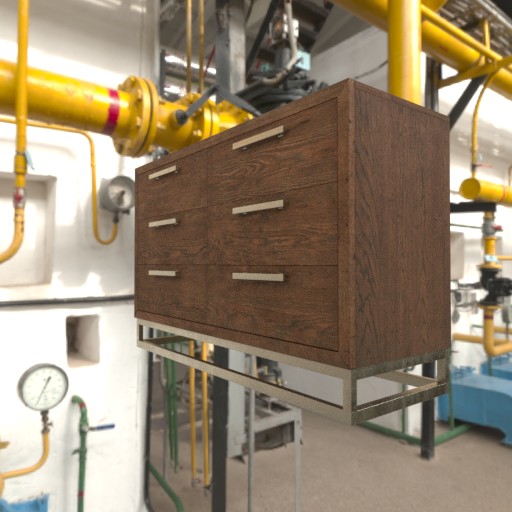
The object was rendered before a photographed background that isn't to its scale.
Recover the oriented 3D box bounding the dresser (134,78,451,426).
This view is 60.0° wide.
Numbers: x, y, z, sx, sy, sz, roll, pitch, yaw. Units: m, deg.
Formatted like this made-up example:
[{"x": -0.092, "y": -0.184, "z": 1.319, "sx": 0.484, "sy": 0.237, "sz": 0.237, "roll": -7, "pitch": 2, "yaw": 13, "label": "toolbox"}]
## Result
[{"x": 0.000, "y": 0.000, "z": 2.164, "sx": 0.623, "sy": 1.061, "sz": 1.646, "roll": 1, "pitch": -1, "yaw": -38, "label": "dresser"}]
